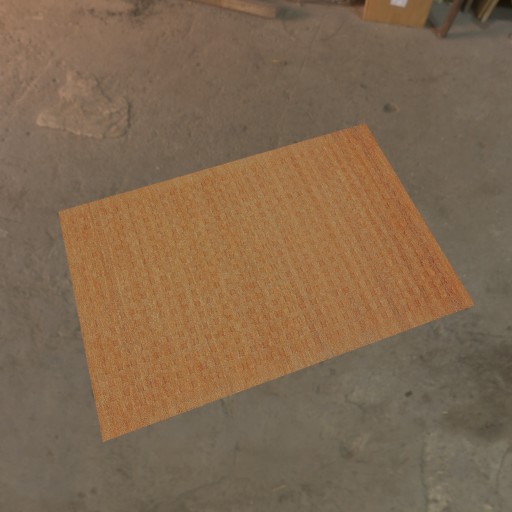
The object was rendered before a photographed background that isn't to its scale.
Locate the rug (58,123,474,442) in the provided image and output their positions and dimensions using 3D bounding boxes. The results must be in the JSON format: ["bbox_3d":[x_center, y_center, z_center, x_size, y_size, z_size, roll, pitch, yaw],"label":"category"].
[{"bbox_3d":[0.000,0.000,2.849,2.285,0.006,1.524,-18,66,-8],"label":"rug"}]
